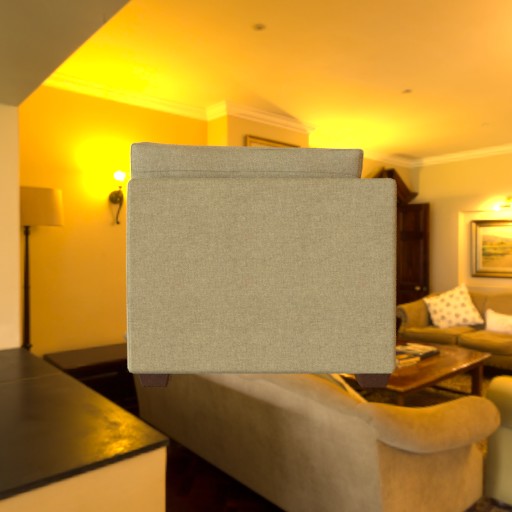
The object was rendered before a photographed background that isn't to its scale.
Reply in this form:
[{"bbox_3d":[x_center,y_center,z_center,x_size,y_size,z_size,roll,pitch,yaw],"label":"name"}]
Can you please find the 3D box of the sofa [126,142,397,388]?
[{"bbox_3d":[0.000,0.000,2.830,1.110,1.019,2.238,0,1,-1],"label":"sofa"}]
